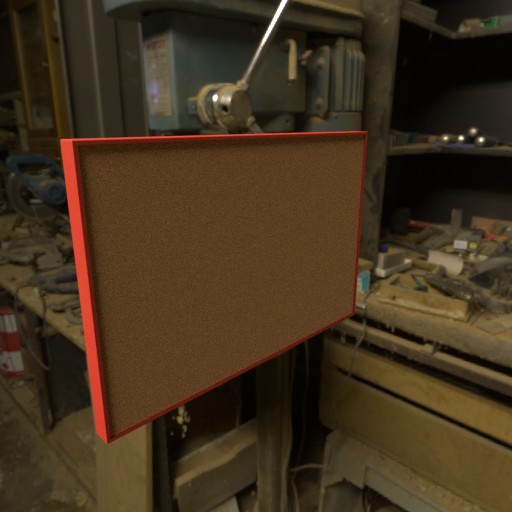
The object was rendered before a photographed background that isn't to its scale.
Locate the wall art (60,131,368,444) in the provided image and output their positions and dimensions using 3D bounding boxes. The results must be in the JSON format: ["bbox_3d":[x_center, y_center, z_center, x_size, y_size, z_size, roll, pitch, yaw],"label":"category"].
[{"bbox_3d":[0.000,0.000,0.765,0.607,0.405,0.033,-16,23,-42],"label":"wall art"}]
